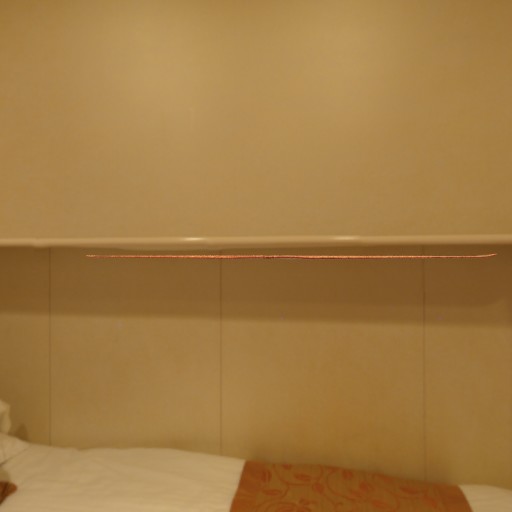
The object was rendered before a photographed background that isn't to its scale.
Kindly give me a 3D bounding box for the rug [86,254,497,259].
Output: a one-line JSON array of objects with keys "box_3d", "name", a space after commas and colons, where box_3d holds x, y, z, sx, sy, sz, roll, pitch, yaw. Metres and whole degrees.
[{"box_3d": [0.000, 0.000, 2.834, 1.521, 0.026, 2.286, 0, 0, -35], "name": "rug"}]
